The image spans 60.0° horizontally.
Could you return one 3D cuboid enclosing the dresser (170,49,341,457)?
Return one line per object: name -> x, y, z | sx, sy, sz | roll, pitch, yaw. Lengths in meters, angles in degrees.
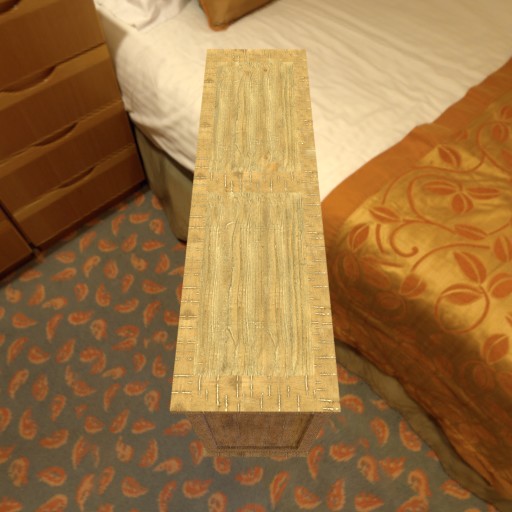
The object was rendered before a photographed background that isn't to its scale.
dresser -> 0.000, 0.000, 2.048 | 0.457, 1.016, 1.626 | 0, 58, 0
